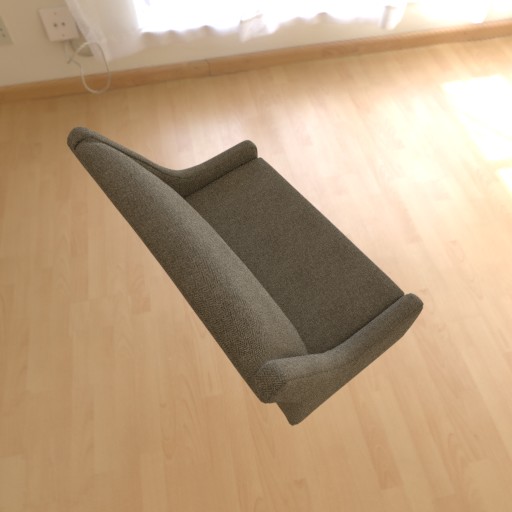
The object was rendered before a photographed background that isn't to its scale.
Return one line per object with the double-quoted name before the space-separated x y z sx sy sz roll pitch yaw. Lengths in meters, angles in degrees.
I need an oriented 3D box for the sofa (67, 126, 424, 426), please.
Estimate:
"sofa" 0.000 0.000 1.931 0.870 1.021 1.242 -33 63 -19
